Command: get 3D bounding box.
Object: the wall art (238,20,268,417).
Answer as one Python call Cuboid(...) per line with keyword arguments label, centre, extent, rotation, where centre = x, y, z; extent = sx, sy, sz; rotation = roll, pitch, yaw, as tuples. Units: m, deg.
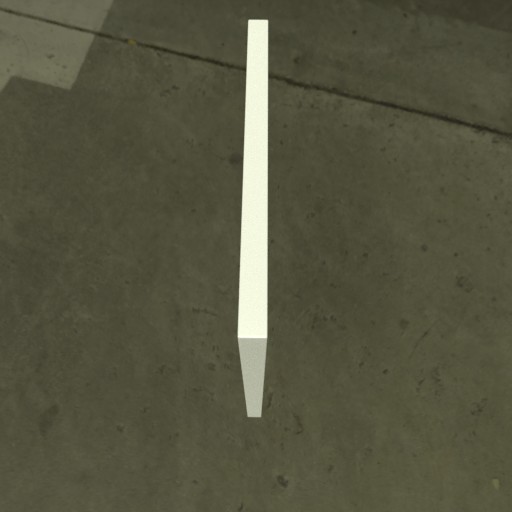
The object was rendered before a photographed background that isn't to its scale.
Cuboid(label="wall art", centre=(0.000, 0.000, 0.759), extent=(0.028, 0.556, 0.454), rotation=(1, 63, 0))
